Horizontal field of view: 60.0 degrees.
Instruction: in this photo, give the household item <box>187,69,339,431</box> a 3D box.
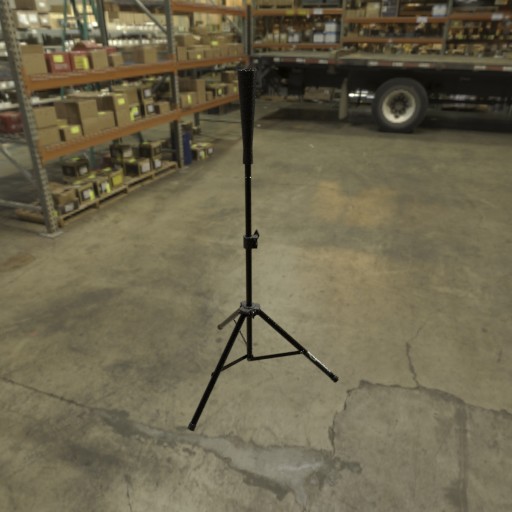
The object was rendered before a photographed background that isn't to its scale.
[{"bbox_3d":[0.000,0.000,1.384,0.559,1.067,0.559,10,29,18],"label":"household item"}]
